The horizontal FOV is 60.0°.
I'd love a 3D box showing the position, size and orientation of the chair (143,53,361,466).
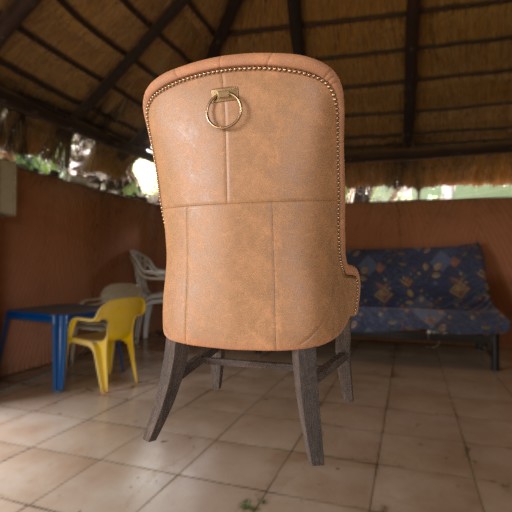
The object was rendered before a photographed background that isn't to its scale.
[{"bbox_3d":[0.000,0.000,1.480,0.634,1.091,0.629,0,-1,18],"label":"chair"}]
